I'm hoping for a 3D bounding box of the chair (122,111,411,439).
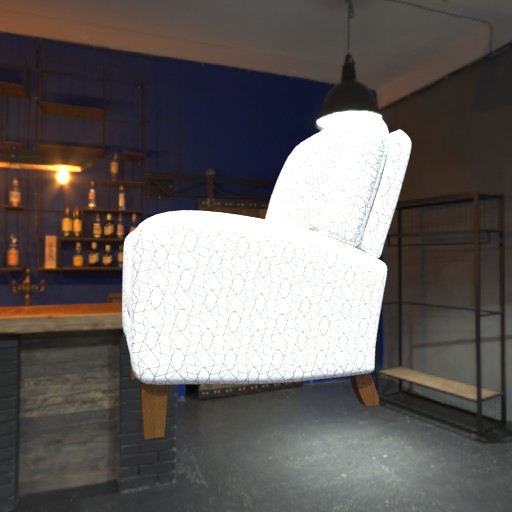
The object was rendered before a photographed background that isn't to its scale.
[{"bbox_3d":[0.000,0.000,1.764,0.995,1.064,0.796,0,0,-19],"label":"chair"}]
